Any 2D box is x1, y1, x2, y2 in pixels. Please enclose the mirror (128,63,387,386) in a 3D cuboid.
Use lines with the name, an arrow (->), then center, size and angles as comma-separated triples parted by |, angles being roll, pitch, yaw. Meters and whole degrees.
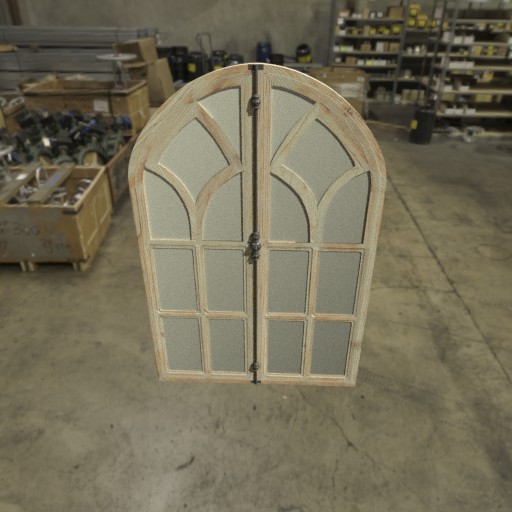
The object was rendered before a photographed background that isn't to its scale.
mirror -> 0.000, 0.000, 1.142 | 0.609, 0.915, 0.032 | 1, 30, 2
